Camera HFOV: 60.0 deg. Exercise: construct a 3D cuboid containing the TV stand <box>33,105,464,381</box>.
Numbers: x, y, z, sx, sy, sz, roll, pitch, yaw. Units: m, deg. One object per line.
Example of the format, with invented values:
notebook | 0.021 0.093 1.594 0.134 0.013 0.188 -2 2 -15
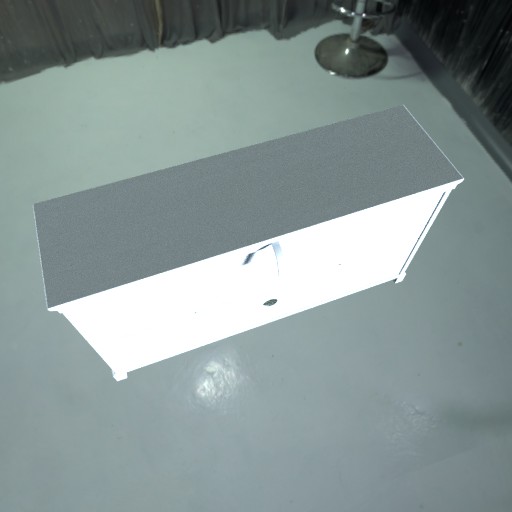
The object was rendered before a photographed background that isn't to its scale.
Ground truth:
TV stand | 0.000 0.000 1.517 1.187 0.624 0.424 -18 60 -11
